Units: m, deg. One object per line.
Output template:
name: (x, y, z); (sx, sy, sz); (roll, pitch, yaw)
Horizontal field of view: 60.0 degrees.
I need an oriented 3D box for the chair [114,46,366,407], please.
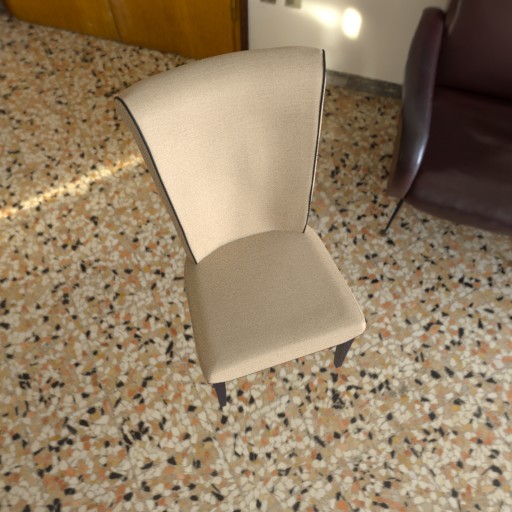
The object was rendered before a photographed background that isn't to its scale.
chair: (0.000, 0.000, 1.359); (0.522, 0.997, 0.623); (-16, 64, -8)
